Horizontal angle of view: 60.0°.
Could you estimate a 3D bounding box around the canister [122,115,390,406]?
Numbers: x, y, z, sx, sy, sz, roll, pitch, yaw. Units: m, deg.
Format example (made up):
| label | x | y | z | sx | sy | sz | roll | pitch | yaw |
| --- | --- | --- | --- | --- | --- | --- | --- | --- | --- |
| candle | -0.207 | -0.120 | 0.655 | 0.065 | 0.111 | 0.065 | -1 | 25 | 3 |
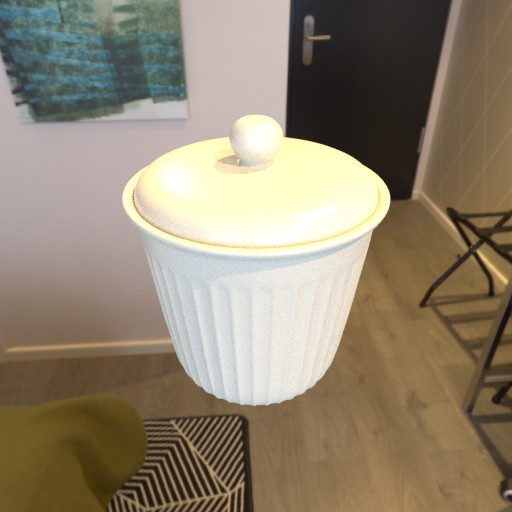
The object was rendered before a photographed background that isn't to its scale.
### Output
| label | x | y | z | sx | sy | sz | roll | pitch | yaw |
| --- | --- | --- | --- | --- | --- | --- | --- | --- | --- |
| canister | 0.000 | 0.000 | 0.339 | 0.181 | 0.211 | 0.181 | 0 | 32 | 0 |
